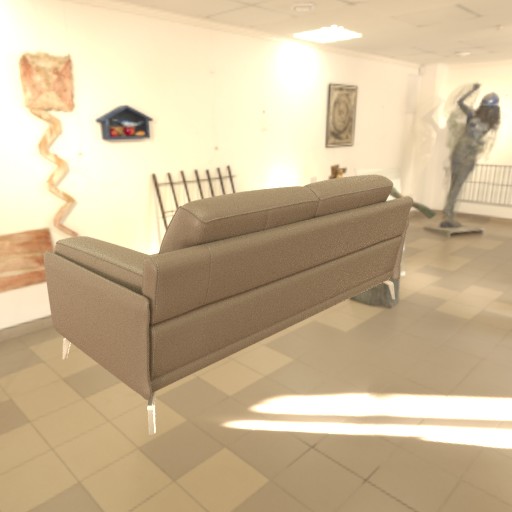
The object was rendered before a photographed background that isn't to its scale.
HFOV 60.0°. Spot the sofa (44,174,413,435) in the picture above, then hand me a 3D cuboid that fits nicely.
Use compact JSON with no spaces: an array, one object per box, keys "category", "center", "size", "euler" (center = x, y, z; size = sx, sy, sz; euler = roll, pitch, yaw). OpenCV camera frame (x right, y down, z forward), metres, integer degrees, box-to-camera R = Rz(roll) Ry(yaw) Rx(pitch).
[{"category":"sofa","center":[0.000,0.000,2.613],"size":[1.049,0.930,2.101],"euler":[15,22,42]}]
